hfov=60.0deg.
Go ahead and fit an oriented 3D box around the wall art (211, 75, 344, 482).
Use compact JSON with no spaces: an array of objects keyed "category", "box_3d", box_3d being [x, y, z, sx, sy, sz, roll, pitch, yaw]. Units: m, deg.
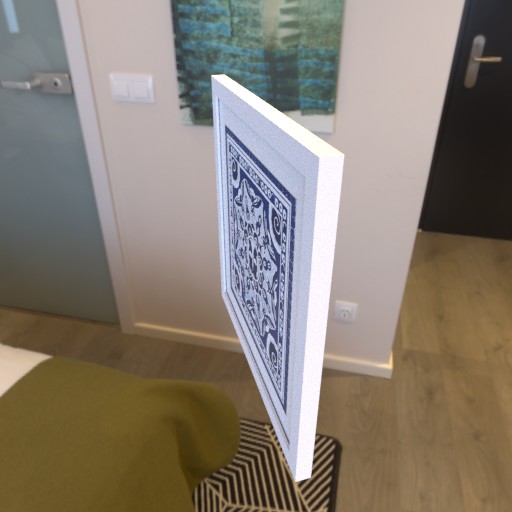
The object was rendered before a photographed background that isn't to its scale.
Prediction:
[{"category":"wall art","box_3d":[0.000,0.000,0.835,0.028,0.559,0.559,-9,32,-14]}]
